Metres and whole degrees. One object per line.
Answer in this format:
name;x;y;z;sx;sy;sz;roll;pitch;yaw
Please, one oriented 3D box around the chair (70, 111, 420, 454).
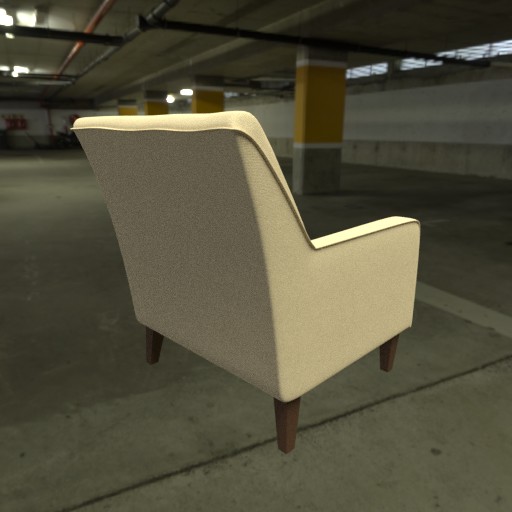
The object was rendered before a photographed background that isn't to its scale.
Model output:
chair;0.000;0.000;1.540;0.780;0.919;0.899;15;22;43
